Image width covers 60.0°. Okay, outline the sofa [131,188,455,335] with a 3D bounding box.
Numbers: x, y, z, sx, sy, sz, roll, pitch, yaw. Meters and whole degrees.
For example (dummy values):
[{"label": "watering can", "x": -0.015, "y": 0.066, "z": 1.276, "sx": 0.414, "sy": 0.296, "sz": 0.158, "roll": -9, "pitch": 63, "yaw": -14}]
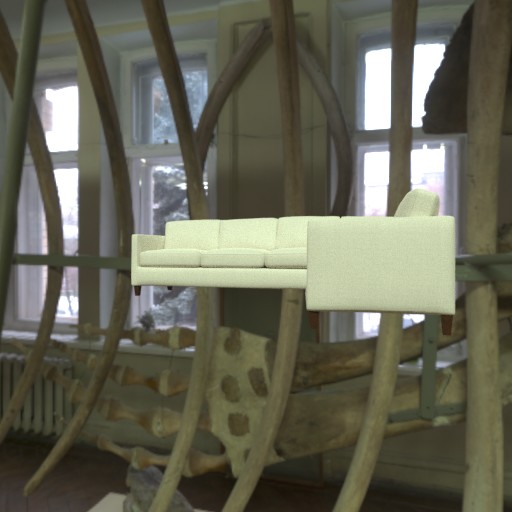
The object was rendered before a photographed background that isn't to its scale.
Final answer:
[{"label": "sofa", "x": 0.000, "y": 0.000, "z": 4.364, "sx": 3.302, "sy": 0.947, "sz": 2.593, "roll": 0, "pitch": 1, "yaw": 16}]
